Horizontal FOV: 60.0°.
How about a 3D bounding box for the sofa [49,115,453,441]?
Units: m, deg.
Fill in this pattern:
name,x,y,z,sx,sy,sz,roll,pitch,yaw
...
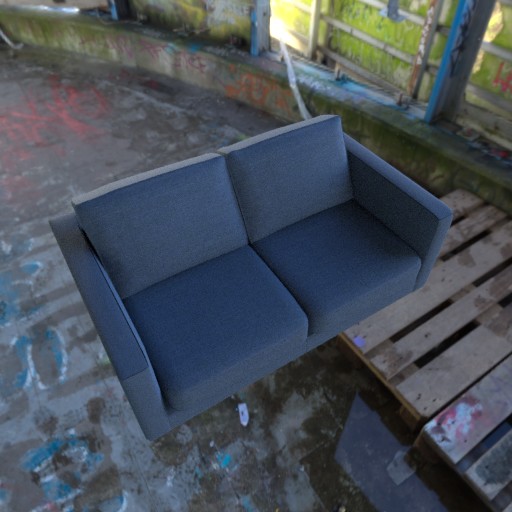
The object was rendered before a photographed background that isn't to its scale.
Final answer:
name,x,y,z,sx,sy,sz,roll,pitch,yaw
sofa,0.000,0.000,2.250,1.659,0.907,0.999,-24,51,-21
